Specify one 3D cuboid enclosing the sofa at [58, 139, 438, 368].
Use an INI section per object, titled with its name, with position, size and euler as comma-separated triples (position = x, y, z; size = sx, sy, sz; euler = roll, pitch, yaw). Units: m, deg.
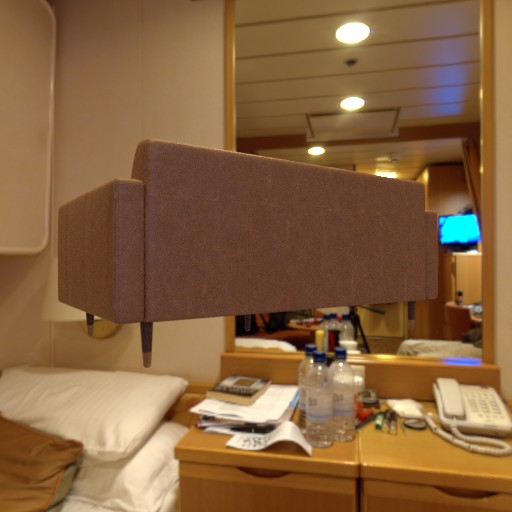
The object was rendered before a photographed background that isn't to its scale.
[sofa]
position = 0.000, 0.000, 2.382
size = 1.847, 0.821, 0.993
euler = 0, -1, -34
